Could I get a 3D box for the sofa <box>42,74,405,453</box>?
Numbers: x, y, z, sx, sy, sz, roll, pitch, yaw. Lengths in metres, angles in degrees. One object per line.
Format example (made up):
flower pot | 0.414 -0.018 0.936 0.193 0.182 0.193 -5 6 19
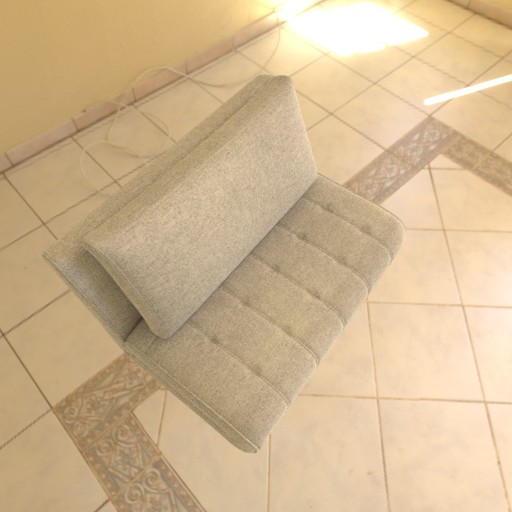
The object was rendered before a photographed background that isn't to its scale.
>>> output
sofa | 0.000 0.000 1.866 0.910 0.910 1.220 33 63 19
